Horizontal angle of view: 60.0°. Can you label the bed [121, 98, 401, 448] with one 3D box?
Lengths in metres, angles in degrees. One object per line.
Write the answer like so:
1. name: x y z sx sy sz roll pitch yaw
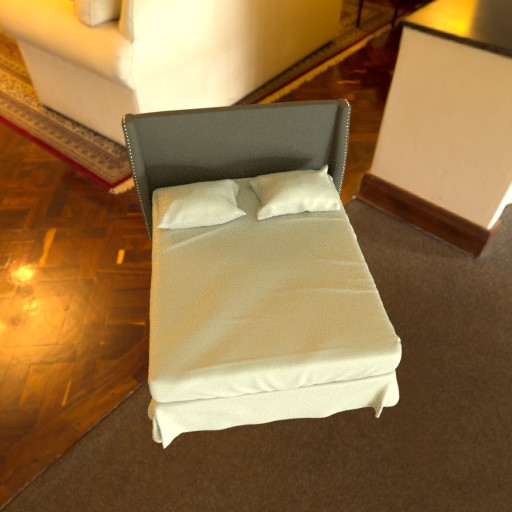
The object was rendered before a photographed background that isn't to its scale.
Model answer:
1. bed: 0.000 0.000 3.457 1.925 1.332 2.276 -6 48 -5
